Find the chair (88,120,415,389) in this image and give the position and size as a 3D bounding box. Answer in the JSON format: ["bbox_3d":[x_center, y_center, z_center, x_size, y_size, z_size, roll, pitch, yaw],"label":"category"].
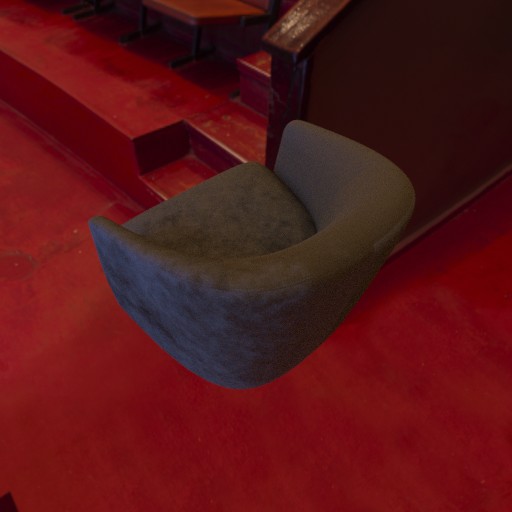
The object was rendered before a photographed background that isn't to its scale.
[{"bbox_3d":[0.000,0.000,1.374,0.773,0.698,0.767,-33,55,-27],"label":"chair"}]
